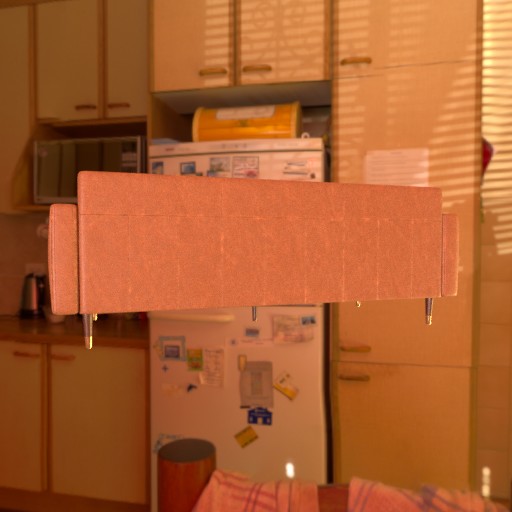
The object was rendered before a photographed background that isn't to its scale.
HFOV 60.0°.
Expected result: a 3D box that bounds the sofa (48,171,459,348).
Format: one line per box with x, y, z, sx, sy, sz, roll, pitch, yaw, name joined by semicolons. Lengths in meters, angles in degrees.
0.000;0.000;2.750;2.291;0.821;0.990;-1;2;-18;sofa
